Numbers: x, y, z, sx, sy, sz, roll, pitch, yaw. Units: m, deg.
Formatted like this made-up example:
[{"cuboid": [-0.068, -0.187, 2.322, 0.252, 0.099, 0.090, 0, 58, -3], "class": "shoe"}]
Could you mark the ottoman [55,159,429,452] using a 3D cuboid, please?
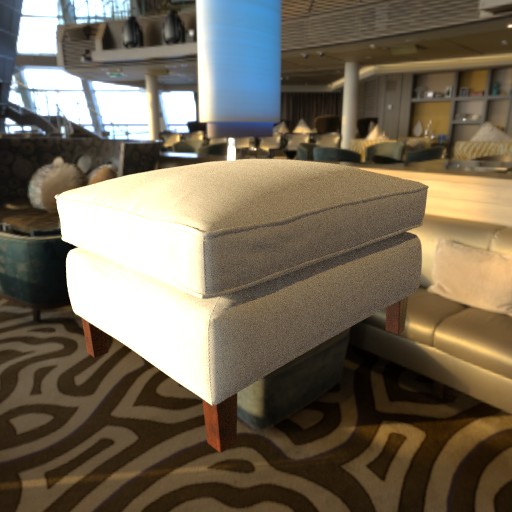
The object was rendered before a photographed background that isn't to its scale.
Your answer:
[{"cuboid": [0.000, 0.000, 0.960, 0.501, 0.406, 0.665, 16, 23, 42], "class": "ottoman"}]
